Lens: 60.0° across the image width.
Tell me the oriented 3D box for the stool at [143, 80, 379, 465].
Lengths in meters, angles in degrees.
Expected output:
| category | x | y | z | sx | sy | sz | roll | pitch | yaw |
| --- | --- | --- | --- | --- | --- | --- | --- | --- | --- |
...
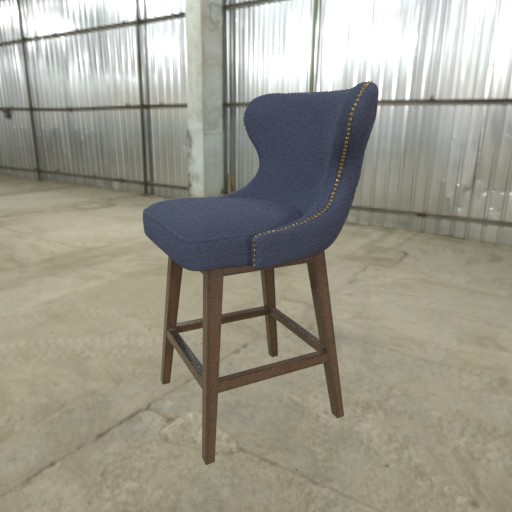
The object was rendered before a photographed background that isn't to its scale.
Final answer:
| category | x | y | z | sx | sy | sz | roll | pitch | yaw |
| --- | --- | --- | --- | --- | --- | --- | --- | --- | --- |
| stool | 0.000 | 0.000 | 1.347 | 0.597 | 0.972 | 0.615 | -8 | 18 | -25 |
